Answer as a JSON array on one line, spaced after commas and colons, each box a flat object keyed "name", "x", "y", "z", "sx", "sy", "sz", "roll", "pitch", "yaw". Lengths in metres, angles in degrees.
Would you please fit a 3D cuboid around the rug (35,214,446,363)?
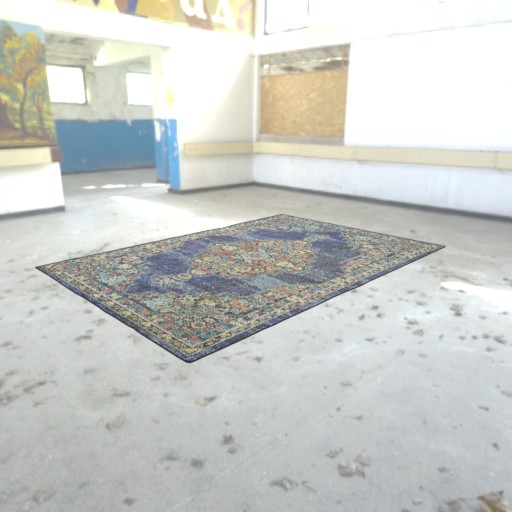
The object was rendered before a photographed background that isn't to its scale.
[{"name": "rug", "x": 0.000, "y": 0.000, "z": 3.806, "sx": 2.940, "sy": 0.011, "sz": 2.053, "roll": -16, "pitch": 23, "yaw": -42}]
